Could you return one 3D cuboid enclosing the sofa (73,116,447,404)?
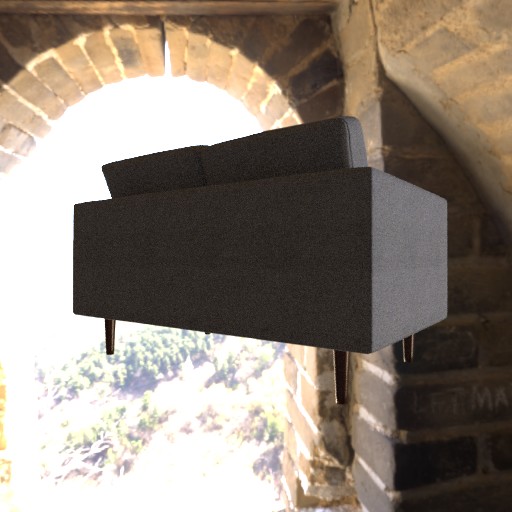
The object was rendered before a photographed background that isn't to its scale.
[{"bbox_3d":[0.000,0.000,2.115,1.527,0.973,0.969,0,0,36],"label":"sofa"}]
